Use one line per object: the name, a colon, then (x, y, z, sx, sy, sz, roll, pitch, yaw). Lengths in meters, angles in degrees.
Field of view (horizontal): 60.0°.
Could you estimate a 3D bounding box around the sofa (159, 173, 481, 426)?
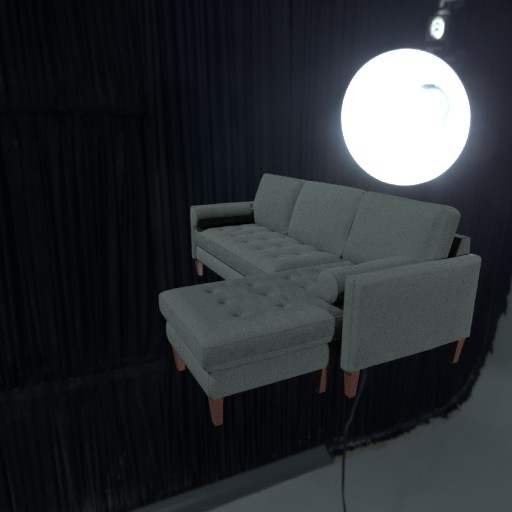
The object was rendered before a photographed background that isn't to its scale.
sofa: (0.000, 0.000, 2.911, 1.506, 0.876, 2.178, -8, 18, -26)
